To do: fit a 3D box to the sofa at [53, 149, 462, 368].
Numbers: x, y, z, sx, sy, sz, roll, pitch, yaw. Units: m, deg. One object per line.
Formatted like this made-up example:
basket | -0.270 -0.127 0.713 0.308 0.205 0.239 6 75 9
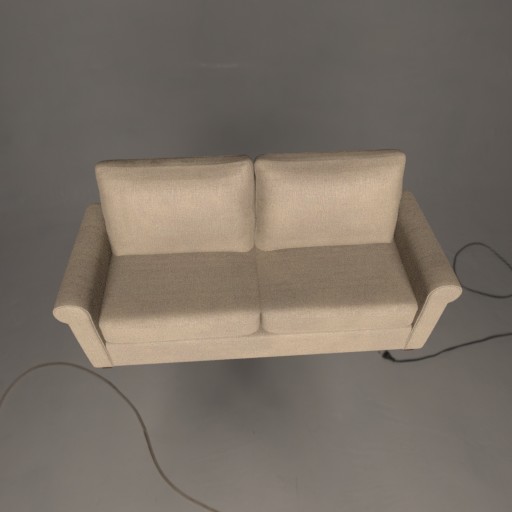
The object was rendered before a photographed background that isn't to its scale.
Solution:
sofa | 0.000 0.000 2.453 1.935 0.942 0.842 -3 47 -3
